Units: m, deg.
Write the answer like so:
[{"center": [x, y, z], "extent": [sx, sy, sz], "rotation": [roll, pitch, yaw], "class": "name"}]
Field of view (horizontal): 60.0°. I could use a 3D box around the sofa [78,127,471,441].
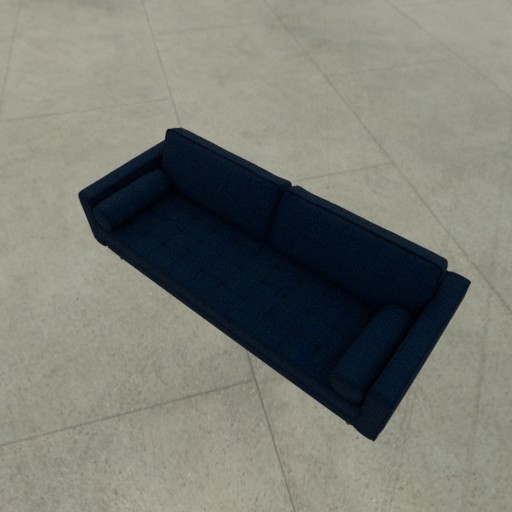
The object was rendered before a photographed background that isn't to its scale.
[{"center": [0.000, 0.000, 2.689], "extent": [2.210, 0.762, 0.914], "rotation": [31, 56, 25], "class": "sofa"}]
